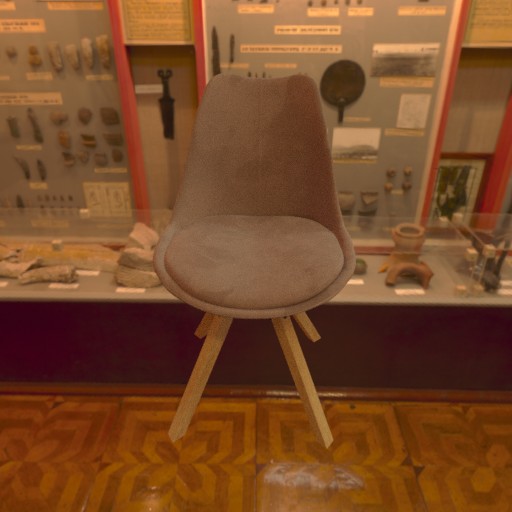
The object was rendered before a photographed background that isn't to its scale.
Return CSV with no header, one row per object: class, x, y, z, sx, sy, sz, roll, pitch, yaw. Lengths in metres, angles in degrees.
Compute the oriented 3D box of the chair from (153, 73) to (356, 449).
chair,0.000,0.000,1.183,0.485,0.850,0.550,1,29,2
